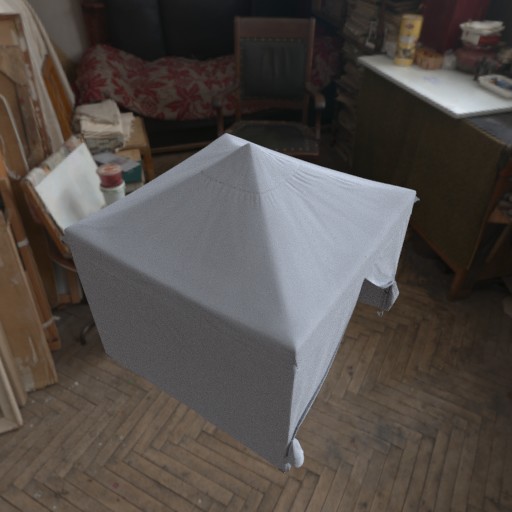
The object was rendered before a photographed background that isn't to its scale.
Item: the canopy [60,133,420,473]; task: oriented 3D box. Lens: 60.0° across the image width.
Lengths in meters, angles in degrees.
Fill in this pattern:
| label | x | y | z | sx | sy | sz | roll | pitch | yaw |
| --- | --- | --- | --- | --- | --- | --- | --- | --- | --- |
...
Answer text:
| label | x | y | z | sx | sy | sz | roll | pitch | yaw |
| --- | --- | --- | --- | --- | --- | --- | --- | --- | --- |
| canopy | 0.000 | 0.000 | 5.496 | 3.121 | 2.997 | 3.043 | 24 | 46 | 25 |
